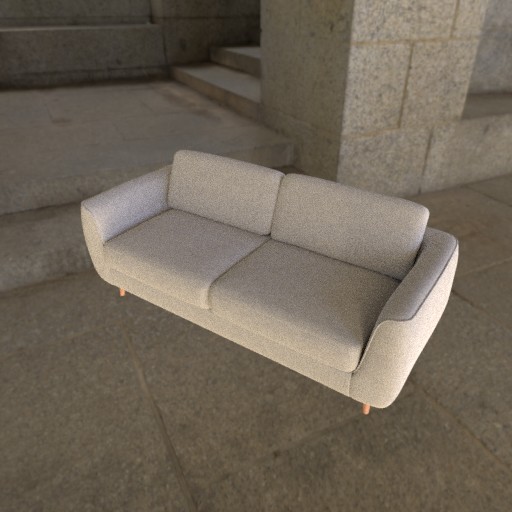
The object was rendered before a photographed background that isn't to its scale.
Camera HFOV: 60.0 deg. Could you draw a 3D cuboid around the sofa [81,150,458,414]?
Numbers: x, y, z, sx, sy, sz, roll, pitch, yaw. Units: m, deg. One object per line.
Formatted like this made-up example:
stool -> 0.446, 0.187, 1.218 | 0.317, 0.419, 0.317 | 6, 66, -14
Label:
sofa -> 0.000, 0.000, 2.514 | 2.000, 0.850, 0.920 | 19, 36, 29
